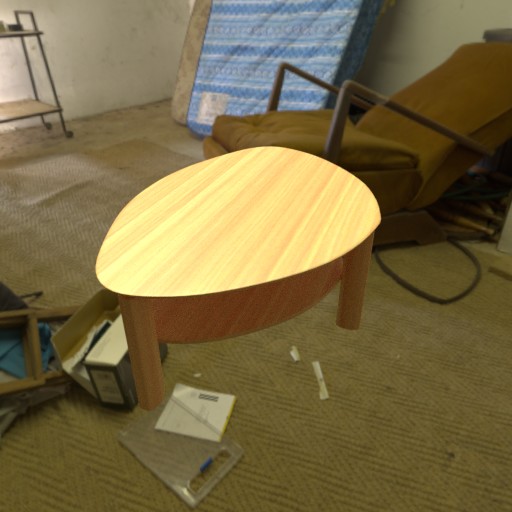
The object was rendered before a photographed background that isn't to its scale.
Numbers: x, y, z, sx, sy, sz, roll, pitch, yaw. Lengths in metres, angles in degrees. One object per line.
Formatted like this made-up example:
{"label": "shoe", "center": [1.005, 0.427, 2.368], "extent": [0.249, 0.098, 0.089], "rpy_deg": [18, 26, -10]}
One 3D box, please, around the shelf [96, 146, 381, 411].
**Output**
{"label": "shelf", "center": [0.000, 0.000, 1.649], "extent": [0.845, 0.440, 1.246], "rpy_deg": [11, 33, 18]}
